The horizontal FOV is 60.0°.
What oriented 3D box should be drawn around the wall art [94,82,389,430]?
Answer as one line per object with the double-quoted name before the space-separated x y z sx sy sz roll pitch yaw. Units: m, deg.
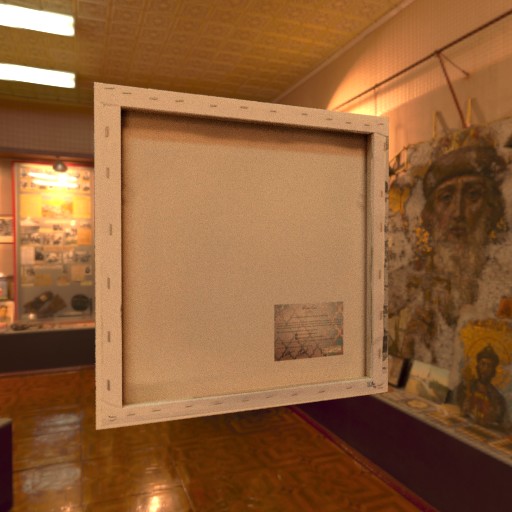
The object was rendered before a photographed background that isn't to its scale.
"wall art" 0.000 0.000 0.890 0.609 0.607 0.036 0 1 -20
